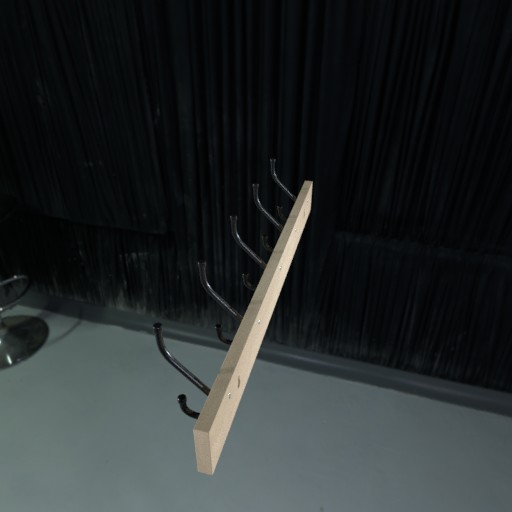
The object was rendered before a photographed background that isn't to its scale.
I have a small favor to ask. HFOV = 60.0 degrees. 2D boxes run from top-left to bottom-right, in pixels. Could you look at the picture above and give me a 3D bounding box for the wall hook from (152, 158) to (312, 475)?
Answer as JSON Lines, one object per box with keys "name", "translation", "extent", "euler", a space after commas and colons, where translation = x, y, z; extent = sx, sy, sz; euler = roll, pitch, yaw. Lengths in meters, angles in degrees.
{"name": "wall hook", "translation": [0.000, 0.000, 0.613], "extent": [0.071, 0.117, 0.571], "euler": [8, 32, 13]}
